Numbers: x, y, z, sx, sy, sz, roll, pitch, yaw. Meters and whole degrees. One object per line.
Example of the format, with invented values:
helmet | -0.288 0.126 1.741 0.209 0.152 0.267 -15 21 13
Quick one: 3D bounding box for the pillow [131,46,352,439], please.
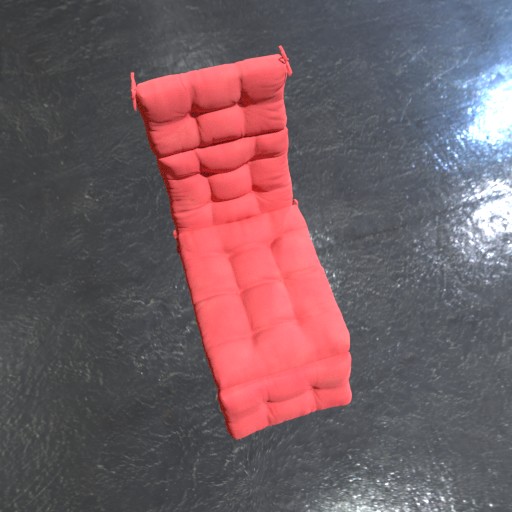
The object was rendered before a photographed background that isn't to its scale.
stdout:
pillow | 0.000 0.000 1.519 0.526 0.863 1.016 -15 64 -8
